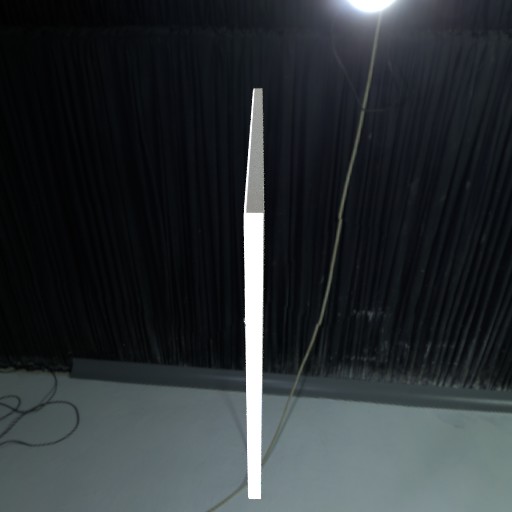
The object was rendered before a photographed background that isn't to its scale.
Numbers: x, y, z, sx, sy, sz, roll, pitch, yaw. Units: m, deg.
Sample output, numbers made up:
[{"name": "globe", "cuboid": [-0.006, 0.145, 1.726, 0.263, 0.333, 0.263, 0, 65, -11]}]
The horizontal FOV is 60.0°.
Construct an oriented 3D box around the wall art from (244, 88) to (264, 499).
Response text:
[{"name": "wall art", "cuboid": [0.000, 0.000, 1.574, 0.042, 0.912, 1.219, 0, 31, 0]}]
